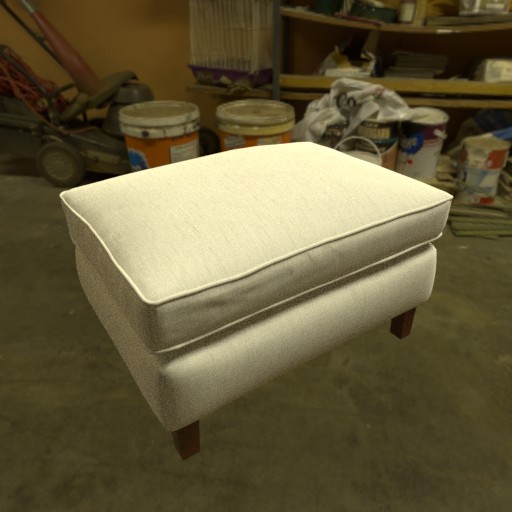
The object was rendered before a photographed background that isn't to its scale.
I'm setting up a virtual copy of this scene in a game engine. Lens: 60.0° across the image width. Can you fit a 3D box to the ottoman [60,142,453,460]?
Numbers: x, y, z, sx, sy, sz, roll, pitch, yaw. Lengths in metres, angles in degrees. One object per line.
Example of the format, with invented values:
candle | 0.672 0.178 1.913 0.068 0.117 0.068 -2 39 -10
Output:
ottoman | 0.000 0.000 0.954 0.665 0.406 0.501 -19 35 -29
